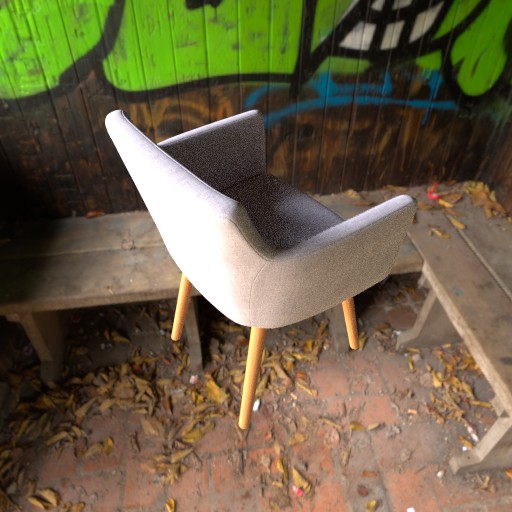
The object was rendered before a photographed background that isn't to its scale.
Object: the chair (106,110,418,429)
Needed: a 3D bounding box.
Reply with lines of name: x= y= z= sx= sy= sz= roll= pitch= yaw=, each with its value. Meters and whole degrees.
chair: x=0.000 y=0.000 z=1.160 sx=0.540 sy=0.780 sz=0.570 roll=-27 pitch=49 yaw=-27
